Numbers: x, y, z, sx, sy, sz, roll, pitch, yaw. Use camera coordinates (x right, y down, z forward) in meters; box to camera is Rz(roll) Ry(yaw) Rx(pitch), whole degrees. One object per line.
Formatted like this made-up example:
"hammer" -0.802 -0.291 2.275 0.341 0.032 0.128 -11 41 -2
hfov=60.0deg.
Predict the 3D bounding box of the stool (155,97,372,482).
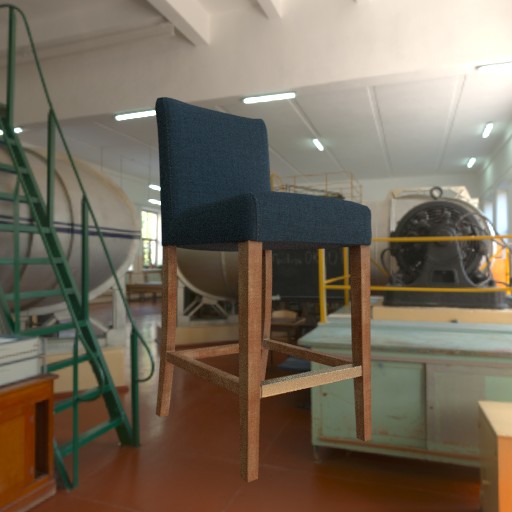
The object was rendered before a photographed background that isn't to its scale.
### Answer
"stool" 0.000 0.000 1.356 0.454 1.039 0.567 1 -1 -36
